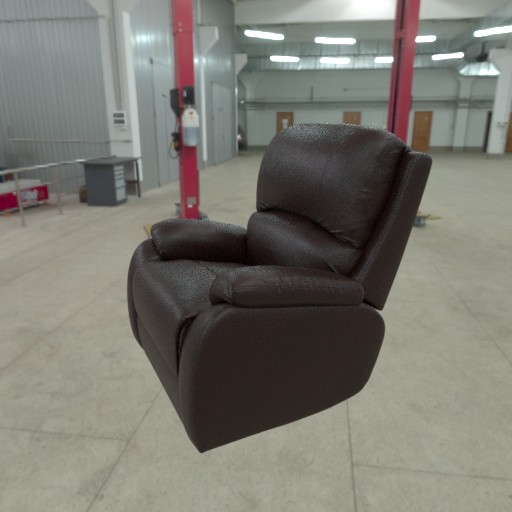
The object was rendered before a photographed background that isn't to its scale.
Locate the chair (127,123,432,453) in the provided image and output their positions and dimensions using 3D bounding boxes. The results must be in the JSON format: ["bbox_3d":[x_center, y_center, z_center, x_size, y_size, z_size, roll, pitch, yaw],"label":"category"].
[{"bbox_3d":[0.000,0.000,1.758,0.899,1.011,0.930,-8,19,-26],"label":"chair"}]
